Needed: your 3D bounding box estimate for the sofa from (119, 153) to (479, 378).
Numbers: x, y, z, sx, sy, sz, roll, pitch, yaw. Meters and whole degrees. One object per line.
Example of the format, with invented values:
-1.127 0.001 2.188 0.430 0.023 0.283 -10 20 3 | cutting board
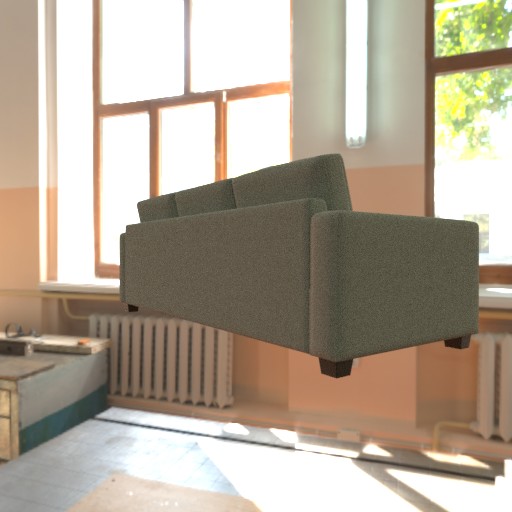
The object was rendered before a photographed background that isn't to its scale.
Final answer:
0.000 0.000 2.559 0.900 0.800 2.160 0 1 -35 | sofa
